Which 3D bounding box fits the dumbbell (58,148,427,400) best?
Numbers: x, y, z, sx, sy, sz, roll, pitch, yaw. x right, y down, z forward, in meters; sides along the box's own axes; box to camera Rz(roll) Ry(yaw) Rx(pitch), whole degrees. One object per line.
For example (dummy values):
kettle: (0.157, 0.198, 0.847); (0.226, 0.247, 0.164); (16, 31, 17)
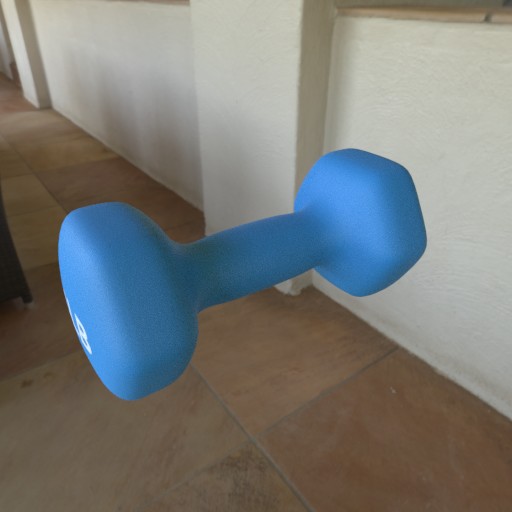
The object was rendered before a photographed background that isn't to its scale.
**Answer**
dumbbell: (0.000, 0.000, 0.189); (0.152, 0.066, 0.074); (-18, 35, -28)
